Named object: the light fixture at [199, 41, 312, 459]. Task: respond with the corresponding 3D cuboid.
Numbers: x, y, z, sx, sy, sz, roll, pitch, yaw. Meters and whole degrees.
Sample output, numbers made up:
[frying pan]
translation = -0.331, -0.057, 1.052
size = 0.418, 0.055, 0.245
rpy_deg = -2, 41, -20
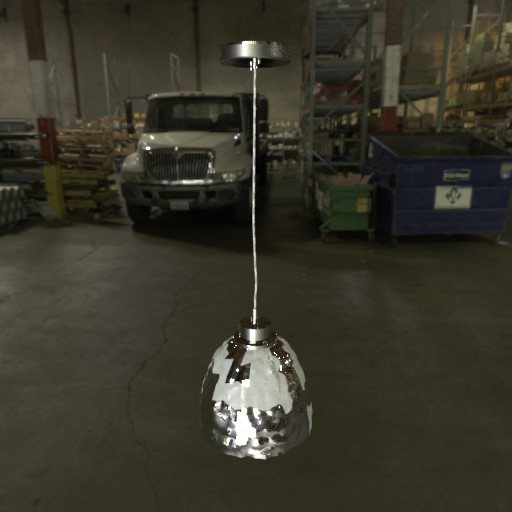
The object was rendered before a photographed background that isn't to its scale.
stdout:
[light fixture]
translation = 0.000, 0.000, 1.756
size = 0.500, 1.511, 0.496
rpy_deg = -2, 16, -8
